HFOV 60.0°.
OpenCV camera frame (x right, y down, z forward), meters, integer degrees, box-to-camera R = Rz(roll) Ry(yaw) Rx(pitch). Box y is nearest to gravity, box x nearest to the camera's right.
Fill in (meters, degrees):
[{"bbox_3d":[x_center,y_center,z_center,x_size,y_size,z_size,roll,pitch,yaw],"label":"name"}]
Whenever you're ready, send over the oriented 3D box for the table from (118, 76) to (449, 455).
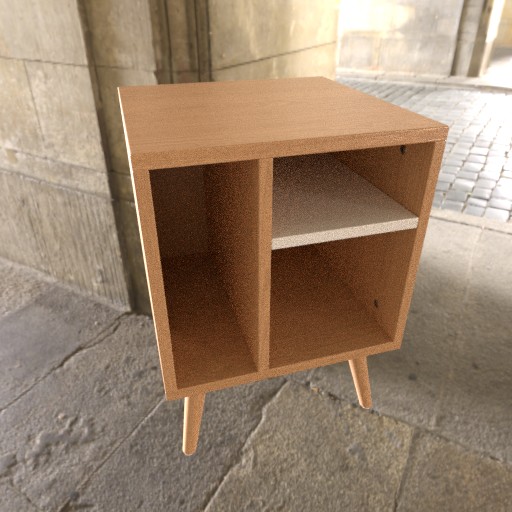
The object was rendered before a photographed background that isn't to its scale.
[{"bbox_3d":[0.000,0.000,0.825,0.400,0.550,0.400,-9,32,-14],"label":"table"}]
